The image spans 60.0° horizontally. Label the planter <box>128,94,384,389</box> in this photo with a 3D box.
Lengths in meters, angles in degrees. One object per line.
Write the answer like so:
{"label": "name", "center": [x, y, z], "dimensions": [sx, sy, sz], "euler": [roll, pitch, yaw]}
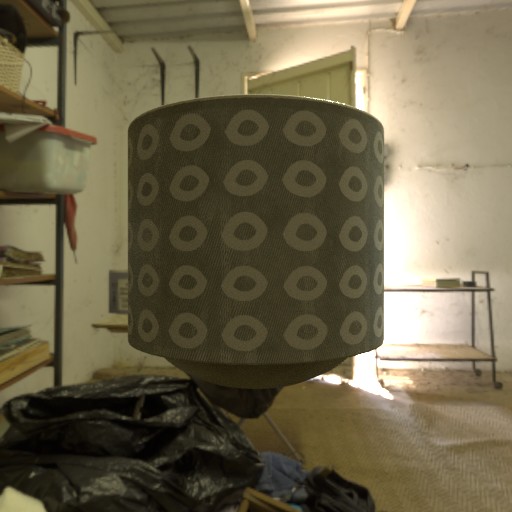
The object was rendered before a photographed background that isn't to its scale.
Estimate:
{"label": "planter", "center": [0.000, 0.000, 0.342], "dimensions": [0.190, 0.181, 0.190], "euler": [0, 0, 0]}
